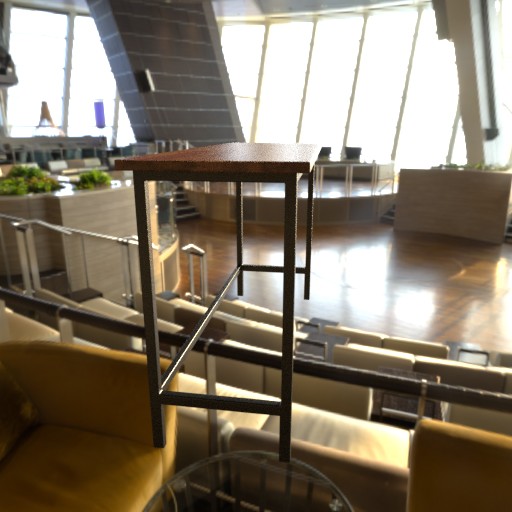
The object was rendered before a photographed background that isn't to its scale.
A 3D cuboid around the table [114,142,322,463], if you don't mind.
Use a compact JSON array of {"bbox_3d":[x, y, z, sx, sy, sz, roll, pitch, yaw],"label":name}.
[{"bbox_3d":[0.000,0.000,1.565,0.408,0.740,1.204,3,16,9],"label":"table"}]
